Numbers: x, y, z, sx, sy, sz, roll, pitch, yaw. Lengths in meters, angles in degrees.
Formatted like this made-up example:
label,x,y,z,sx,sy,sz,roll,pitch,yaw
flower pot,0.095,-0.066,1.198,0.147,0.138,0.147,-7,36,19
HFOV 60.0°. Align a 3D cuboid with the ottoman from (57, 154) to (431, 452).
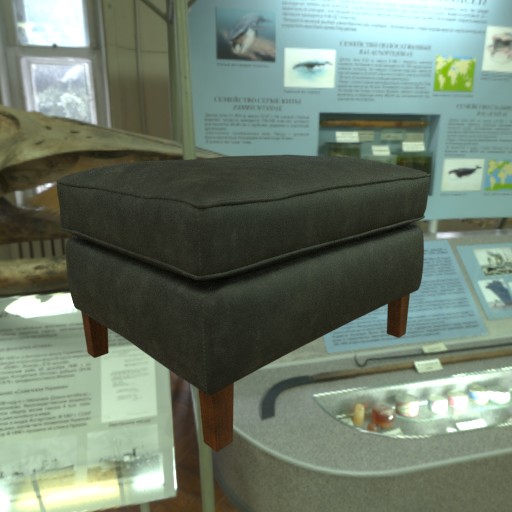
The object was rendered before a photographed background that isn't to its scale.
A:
label,x,y,z,sx,sy,sz,roll,pitch,yaw
ottoman,0.000,0.000,0.961,0.665,0.413,0.501,-14,21,-42
